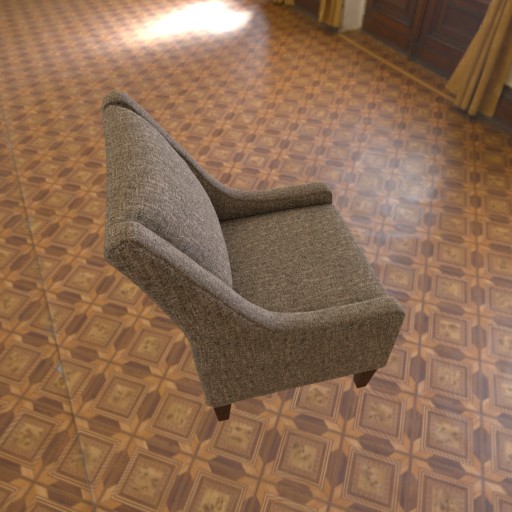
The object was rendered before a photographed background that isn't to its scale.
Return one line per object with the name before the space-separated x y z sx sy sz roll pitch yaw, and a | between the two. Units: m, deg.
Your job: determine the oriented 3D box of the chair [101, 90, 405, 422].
chair | 0.000 0.000 1.620 0.870 1.014 0.774 -10 47 -10
